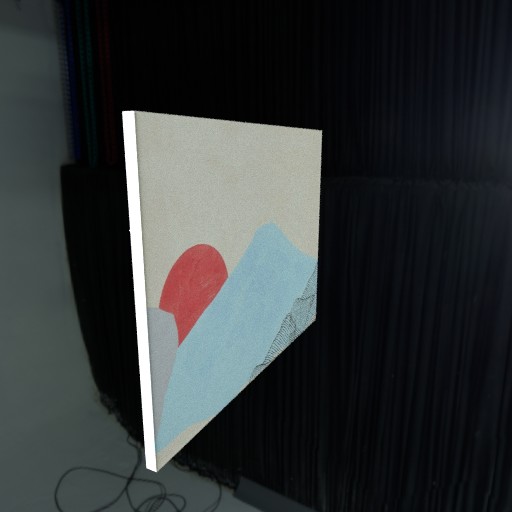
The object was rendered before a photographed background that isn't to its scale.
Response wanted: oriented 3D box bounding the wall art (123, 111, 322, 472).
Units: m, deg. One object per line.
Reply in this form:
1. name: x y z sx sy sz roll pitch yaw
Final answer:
1. wall art: 0.000 0.000 1.600 0.042 0.912 1.219 7 15 27
